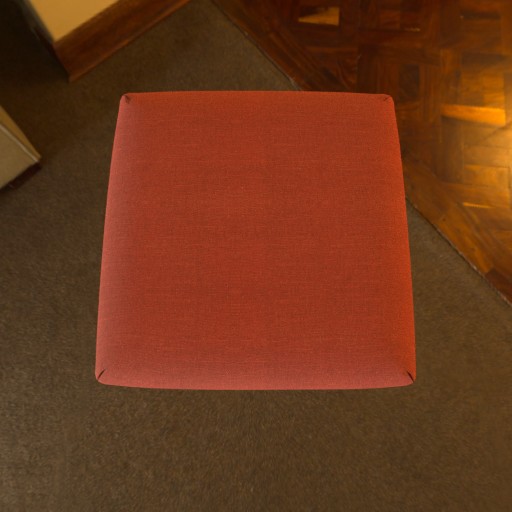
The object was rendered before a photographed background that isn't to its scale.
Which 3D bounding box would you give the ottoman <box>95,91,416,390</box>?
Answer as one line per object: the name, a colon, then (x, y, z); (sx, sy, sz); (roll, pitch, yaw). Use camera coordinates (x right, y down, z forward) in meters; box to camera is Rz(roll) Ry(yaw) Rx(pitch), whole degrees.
ottoman: (0.000, 0.000, 0.905); (0.497, 0.475, 0.507); (1, 76, 0)
